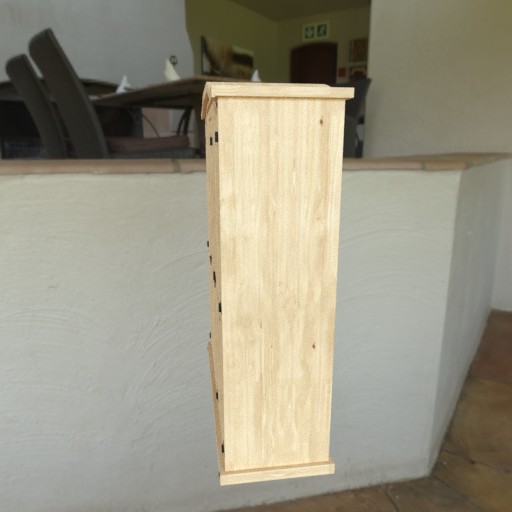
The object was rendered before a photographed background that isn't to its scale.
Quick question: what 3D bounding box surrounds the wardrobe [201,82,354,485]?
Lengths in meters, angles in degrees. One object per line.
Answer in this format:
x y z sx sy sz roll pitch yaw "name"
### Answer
0.000 0.000 2.646 0.570 1.870 1.500 -2 14 -8 "wardrobe"
